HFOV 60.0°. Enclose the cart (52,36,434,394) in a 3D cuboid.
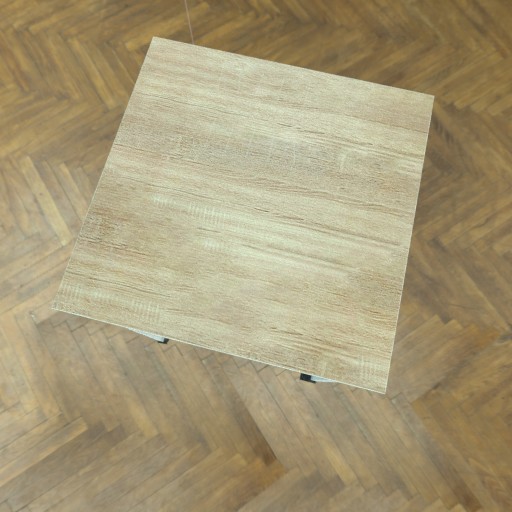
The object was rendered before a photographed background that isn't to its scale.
[{"bbox_3d":[0.000,0.000,1.101,0.521,0.762,0.520,14,75,4],"label":"cart"}]
